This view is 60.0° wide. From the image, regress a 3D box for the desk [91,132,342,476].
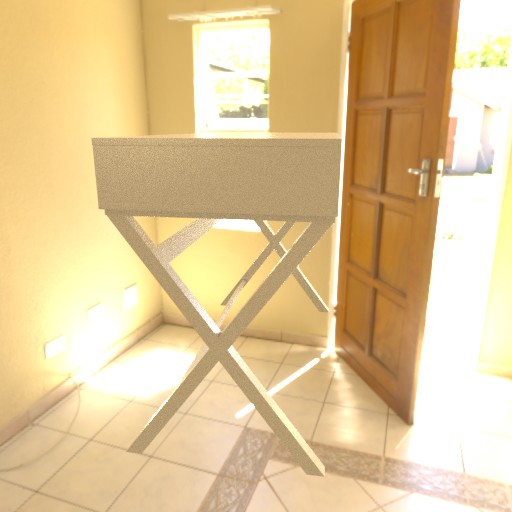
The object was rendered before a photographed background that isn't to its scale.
[{"bbox_3d":[0.000,0.000,1.475,0.509,0.780,1.059,3,16,9],"label":"desk"}]
